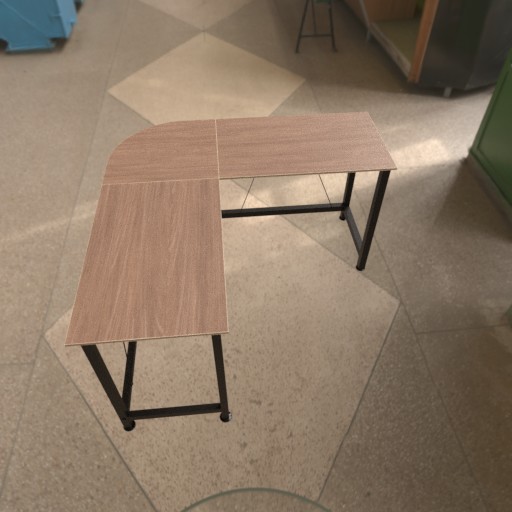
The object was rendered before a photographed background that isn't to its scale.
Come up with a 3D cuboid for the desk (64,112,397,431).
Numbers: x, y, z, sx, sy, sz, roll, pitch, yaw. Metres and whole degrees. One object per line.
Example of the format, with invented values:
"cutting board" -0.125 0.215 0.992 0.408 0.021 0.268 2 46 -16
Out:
"desk" 0.000 0.000 2.260 1.400 0.762 1.400 -4 47 -4
